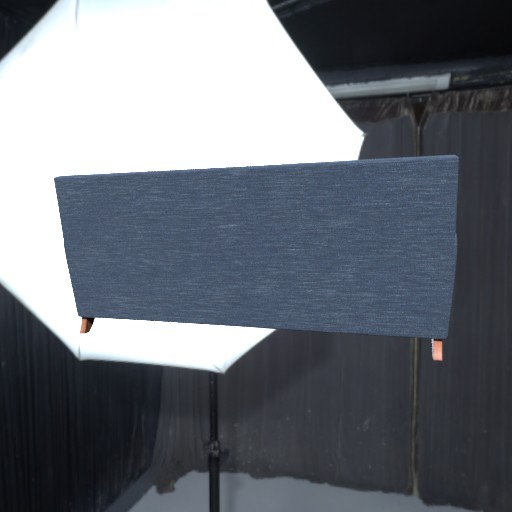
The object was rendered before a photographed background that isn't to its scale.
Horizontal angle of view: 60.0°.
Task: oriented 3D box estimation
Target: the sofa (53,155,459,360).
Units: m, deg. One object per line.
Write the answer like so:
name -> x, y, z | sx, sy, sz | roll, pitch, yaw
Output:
sofa -> 0.000, 0.000, 2.413 | 1.976, 0.846, 0.875 | 1, 2, 17
